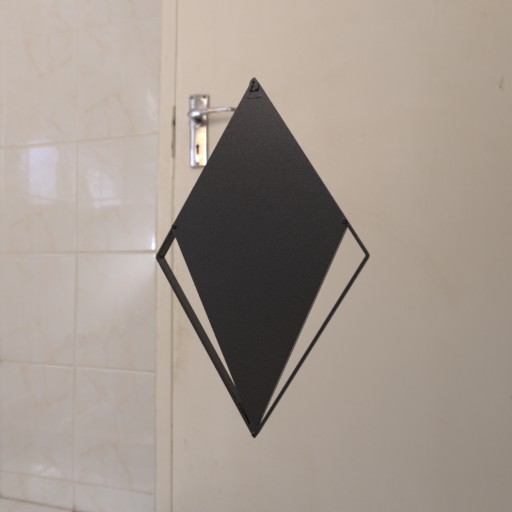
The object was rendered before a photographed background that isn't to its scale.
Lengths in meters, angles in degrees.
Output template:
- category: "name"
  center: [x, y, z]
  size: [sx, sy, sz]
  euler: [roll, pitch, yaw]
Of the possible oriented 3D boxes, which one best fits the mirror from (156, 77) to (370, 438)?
- category: "mirror"
  center: [0.000, 0.000, 0.844]
  size: [0.419, 0.679, 0.032]
  euler: [0, -2, 18]
